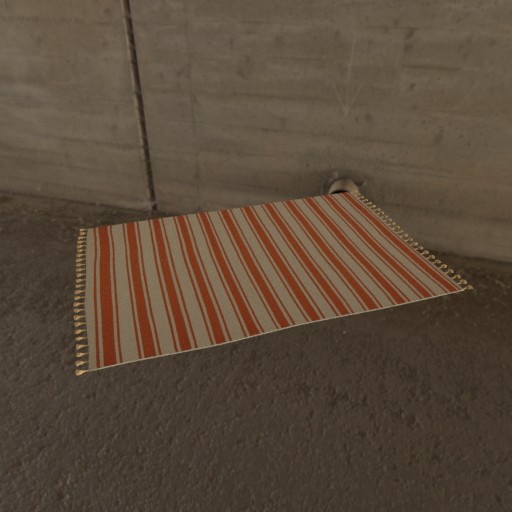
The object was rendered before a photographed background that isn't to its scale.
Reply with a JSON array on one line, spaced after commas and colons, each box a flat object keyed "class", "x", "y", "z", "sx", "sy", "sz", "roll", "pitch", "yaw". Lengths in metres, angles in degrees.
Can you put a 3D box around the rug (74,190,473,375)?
[{"class": "rug", "x": 0.000, "y": 0.000, "z": 3.142, "sx": 2.433, "sy": 0.022, "sz": 1.556, "roll": -10, "pitch": 34, "yaw": -15}]
